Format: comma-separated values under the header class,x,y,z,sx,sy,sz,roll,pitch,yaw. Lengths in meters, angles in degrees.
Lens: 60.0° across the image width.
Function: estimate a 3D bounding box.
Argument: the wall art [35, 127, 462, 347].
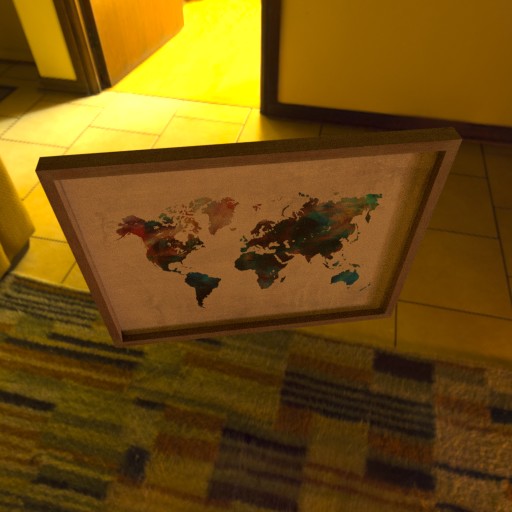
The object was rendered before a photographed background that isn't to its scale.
class,x,y,z,sx,sy,sz,roll,pitch,yaw
wall art,0.000,0.000,1.757,1.320,1.009,0.070,-5,48,-5
